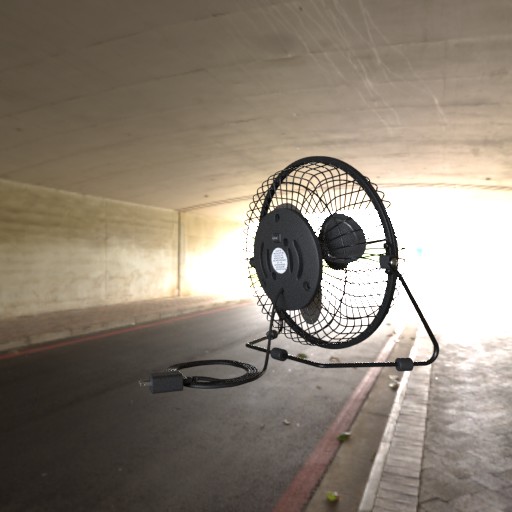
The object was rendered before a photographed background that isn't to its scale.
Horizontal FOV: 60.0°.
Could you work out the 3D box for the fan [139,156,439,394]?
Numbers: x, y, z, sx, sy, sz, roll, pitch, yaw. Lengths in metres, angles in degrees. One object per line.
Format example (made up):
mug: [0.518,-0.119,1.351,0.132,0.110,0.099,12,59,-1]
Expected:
fan: [0.000,0.000,0.386,0.227,0.188,0.209,1,-1,-35]
